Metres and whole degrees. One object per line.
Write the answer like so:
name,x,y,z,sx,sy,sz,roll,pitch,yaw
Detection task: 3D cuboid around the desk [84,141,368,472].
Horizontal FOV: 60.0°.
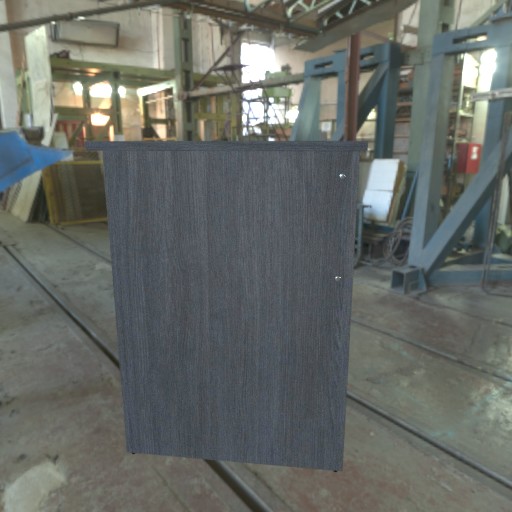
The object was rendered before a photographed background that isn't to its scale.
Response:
desk,0.000,0.000,1.475,0.560,0.730,1.096,2,14,7
